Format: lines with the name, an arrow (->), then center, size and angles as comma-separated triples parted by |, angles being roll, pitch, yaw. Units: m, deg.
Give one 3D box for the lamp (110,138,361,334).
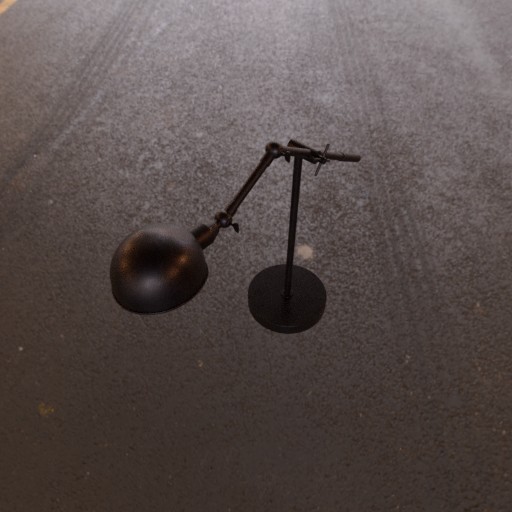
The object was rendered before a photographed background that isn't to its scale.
lamp -> 0.000, 0.000, 0.824 | 0.185, 0.495, 0.567 | 33, 55, 27
